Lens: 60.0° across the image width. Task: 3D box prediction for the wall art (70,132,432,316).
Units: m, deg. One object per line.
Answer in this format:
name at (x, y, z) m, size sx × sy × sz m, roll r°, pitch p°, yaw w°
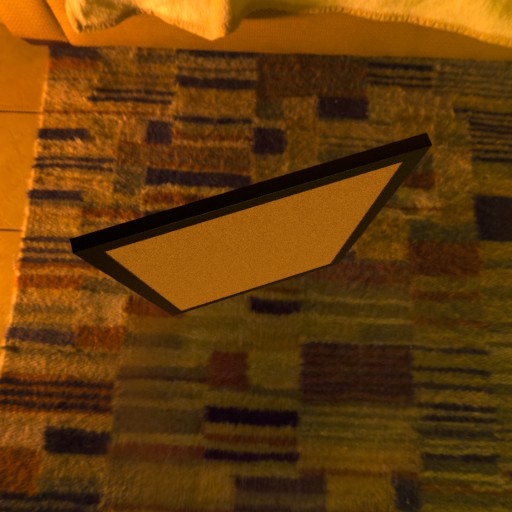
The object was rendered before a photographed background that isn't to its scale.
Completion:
wall art at (0.000, 0.000, 0.567) m, size 0.304 × 0.432 × 0.013 m, roll -17°, pitch 76°, yaw -4°
